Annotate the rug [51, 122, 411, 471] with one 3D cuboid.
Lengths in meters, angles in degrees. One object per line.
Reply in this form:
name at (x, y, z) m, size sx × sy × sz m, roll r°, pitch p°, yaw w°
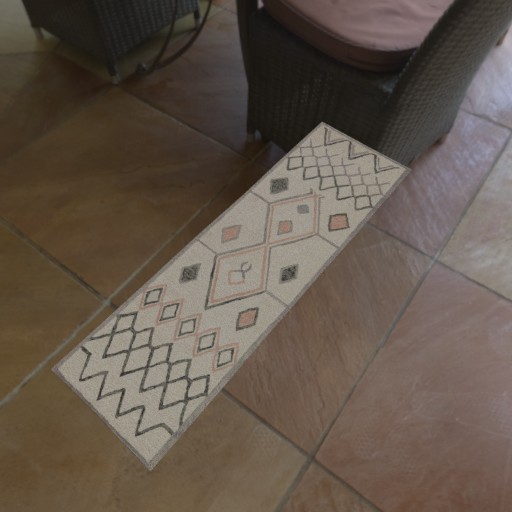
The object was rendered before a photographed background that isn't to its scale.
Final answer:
rug at (0.000, 0.000, 2.669) m, size 0.750 × 0.011 × 2.435 m, roll 35°, pitch 64°, yaw 20°
